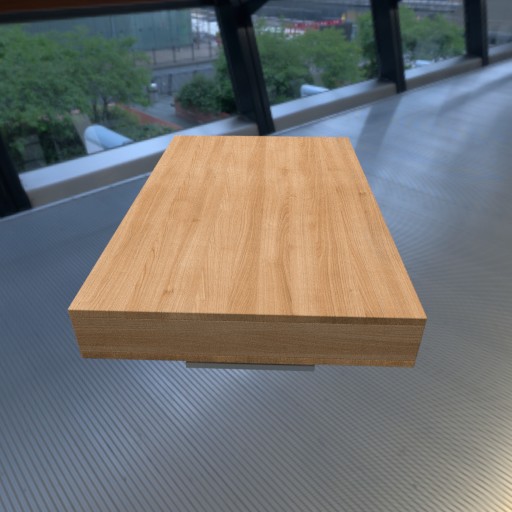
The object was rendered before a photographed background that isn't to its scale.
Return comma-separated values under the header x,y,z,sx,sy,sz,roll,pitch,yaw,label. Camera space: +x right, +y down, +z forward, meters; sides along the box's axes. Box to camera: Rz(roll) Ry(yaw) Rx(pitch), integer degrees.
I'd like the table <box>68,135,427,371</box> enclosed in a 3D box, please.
x,y,z,sx,sy,sz,roll,pitch,yaw,label
0.000,0.000,1.440,0.700,0.440,1.100,1,33,2,table
